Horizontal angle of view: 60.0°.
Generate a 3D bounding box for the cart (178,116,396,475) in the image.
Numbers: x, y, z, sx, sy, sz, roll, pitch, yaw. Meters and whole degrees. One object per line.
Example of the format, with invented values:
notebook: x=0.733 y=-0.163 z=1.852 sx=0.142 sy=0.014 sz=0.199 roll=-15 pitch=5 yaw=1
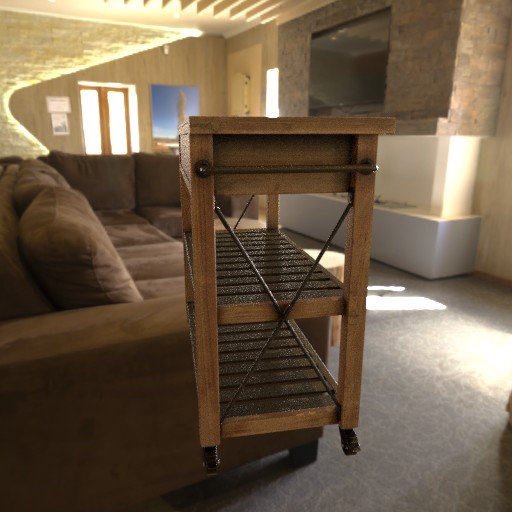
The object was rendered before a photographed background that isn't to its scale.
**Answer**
cart: x=0.000 y=0.000 z=0.969 sx=0.298 sy=0.554 sz=0.686 roll=-3 pitch=15 yaw=-11
